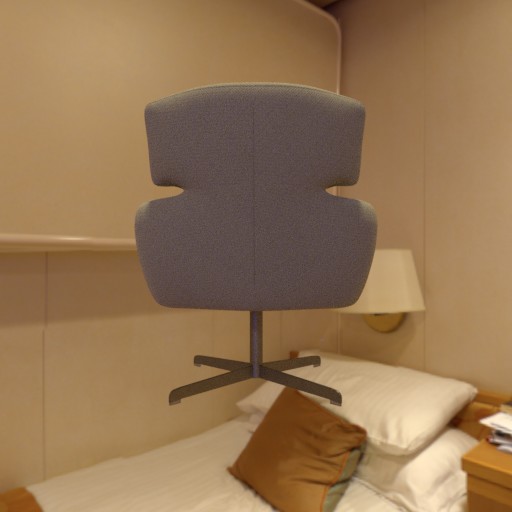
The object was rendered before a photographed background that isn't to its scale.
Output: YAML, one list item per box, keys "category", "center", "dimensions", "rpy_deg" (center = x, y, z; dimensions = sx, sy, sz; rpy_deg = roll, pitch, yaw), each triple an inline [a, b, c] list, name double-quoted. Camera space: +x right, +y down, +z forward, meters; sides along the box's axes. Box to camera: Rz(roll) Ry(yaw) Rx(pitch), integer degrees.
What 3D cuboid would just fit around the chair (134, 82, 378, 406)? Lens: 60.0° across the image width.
- category: "chair"
  center: [0.000, 0.000, 1.363]
  dimensions: [0.760, 0.810, 0.730]
  rpy_deg: [0, 0, 1]
